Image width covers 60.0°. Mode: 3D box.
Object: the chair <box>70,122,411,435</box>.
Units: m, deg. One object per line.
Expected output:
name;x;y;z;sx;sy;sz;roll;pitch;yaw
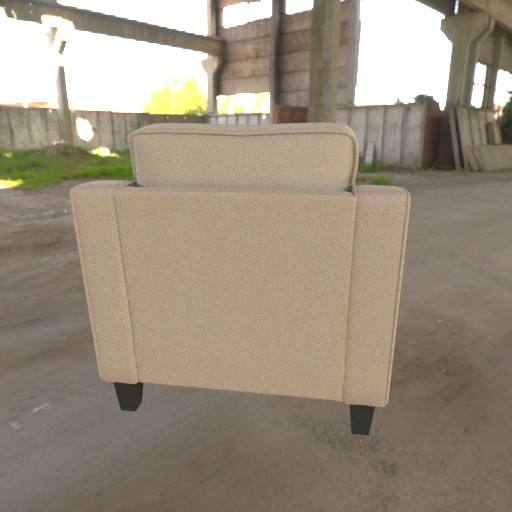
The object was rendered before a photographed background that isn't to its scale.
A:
chair;0.000;0.000;1.660;0.922;0.948;0.882;3;16;9
